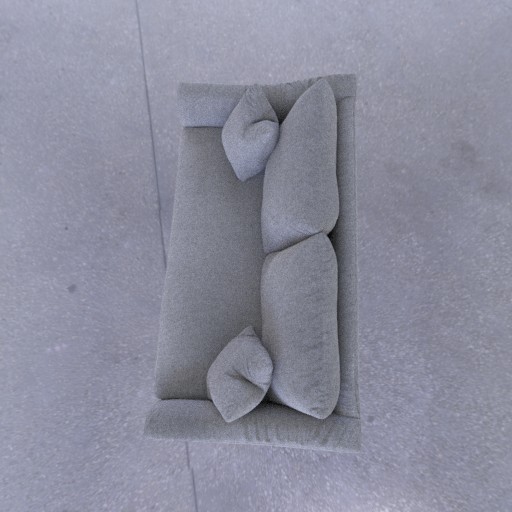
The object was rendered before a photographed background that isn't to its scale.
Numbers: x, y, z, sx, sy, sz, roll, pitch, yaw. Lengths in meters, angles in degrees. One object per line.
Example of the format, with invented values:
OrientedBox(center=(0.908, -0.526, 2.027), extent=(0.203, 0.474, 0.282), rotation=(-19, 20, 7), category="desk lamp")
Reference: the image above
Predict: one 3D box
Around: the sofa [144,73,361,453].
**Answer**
OrientedBox(center=(0.000, 0.000, 2.595), extent=(1.072, 1.018, 2.010), rotation=(2, 76, 1), category="sofa")
